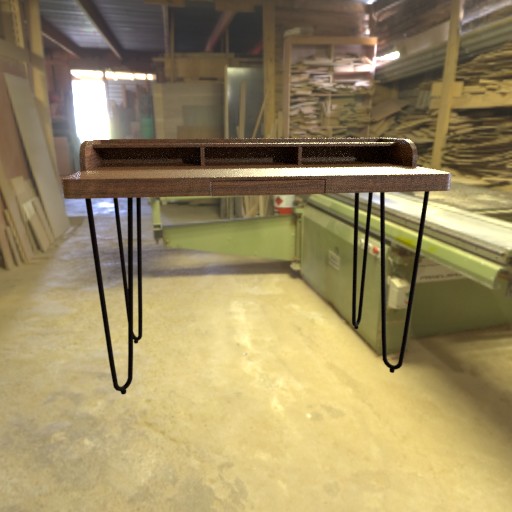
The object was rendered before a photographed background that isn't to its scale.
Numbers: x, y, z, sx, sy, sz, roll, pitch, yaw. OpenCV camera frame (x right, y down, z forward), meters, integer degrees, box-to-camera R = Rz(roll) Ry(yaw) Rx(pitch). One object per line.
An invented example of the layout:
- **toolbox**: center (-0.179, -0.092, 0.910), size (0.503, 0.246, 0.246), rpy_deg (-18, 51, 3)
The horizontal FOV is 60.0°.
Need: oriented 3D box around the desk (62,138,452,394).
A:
- **desk**: center (0.000, 0.000, 1.691), size (1.200, 0.854, 0.565), rpy_deg (-2, 16, -8)
